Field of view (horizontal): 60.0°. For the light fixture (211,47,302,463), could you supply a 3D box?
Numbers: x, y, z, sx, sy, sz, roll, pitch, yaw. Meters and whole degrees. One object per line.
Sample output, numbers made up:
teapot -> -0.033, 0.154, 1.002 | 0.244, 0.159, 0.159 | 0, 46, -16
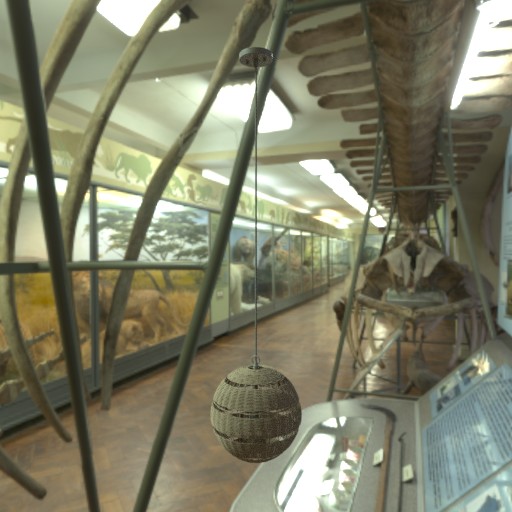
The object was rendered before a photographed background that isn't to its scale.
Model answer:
light fixture -> 0.000, 0.000, 2.227 | 0.457, 2.019, 0.457 | 0, 0, 20
